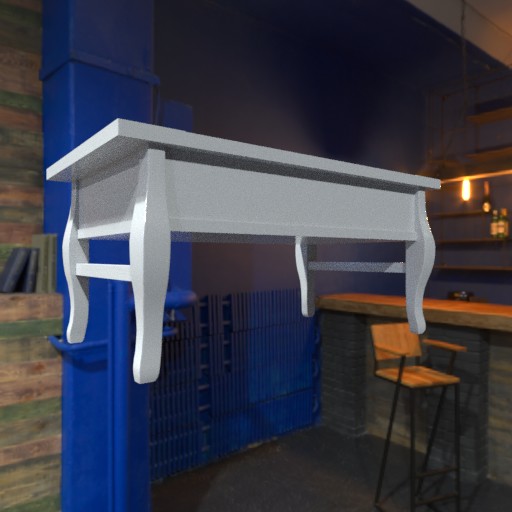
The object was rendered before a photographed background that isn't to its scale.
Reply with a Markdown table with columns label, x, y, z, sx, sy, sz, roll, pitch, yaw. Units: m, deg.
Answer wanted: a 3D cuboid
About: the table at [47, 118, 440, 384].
| label | x | y | z | sx | sy | sz | roll | pitch | yaw |
| --- | --- | --- | --- | --- | --- | --- | --- | --- | --- |
| table | 0.000 | 0.000 | 1.353 | 1.062 | 0.495 | 0.600 | 0 | 0 | -37 |
